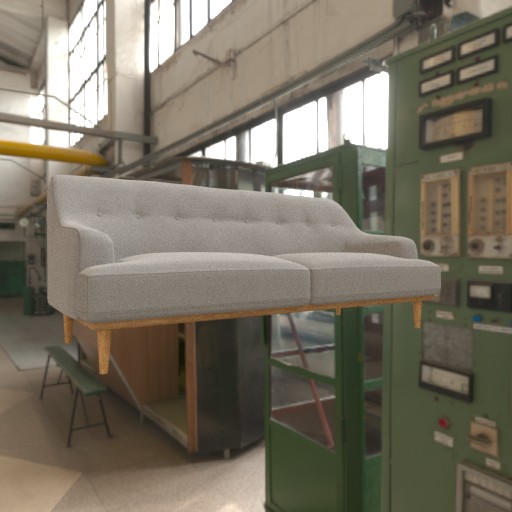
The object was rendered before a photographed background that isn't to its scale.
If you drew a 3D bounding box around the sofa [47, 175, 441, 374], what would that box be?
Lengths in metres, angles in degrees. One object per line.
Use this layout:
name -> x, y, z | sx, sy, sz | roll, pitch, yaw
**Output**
sofa -> 0.000, 0.000, 2.486 | 2.057, 0.871, 0.978 | 0, 0, -33
